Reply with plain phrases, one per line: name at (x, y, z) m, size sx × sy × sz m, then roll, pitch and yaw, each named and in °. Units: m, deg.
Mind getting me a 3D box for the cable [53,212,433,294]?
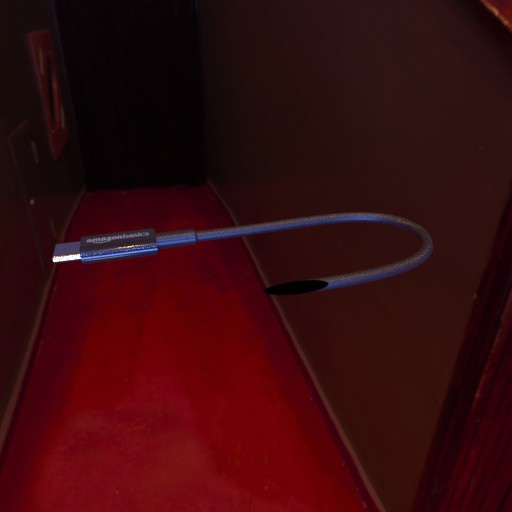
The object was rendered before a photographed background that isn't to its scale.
cable at (0.000, 0.000, 0.112) m, size 0.098 × 0.005 × 0.041 m, roll -8°, pitch 31°, yaw -13°
